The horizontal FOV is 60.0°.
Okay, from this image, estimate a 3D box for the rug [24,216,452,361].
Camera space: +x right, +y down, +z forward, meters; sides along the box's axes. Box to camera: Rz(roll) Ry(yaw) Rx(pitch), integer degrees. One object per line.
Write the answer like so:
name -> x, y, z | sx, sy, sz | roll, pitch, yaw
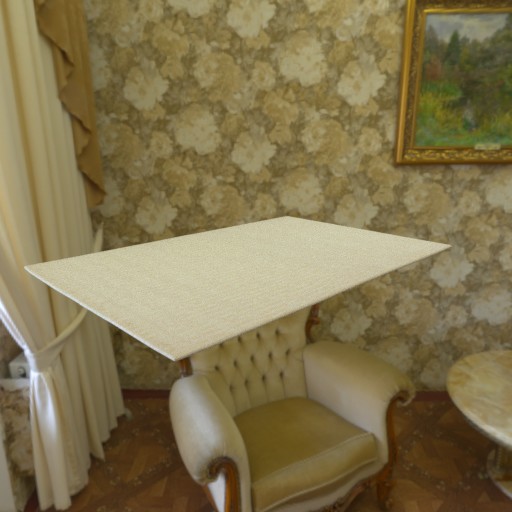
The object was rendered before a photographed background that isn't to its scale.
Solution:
rug -> 0.000, 0.000, 2.263 | 1.848, 0.014, 1.238 | -15, 21, -42
